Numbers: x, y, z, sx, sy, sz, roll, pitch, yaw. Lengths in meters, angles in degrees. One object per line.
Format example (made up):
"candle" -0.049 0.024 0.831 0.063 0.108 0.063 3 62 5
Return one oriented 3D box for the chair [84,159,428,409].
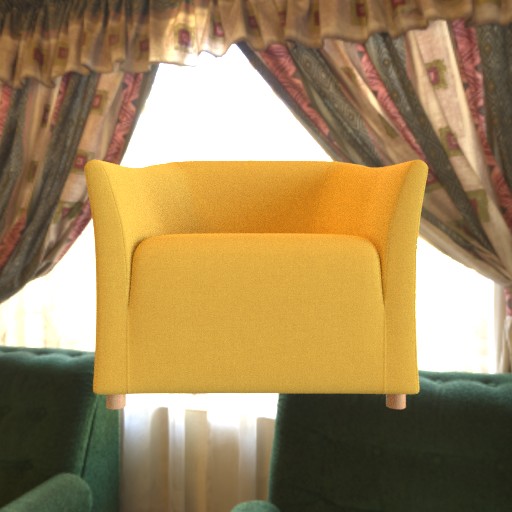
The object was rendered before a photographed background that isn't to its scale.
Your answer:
"chair" 0.000 0.000 1.348 0.790 0.720 0.700 0 0 0
